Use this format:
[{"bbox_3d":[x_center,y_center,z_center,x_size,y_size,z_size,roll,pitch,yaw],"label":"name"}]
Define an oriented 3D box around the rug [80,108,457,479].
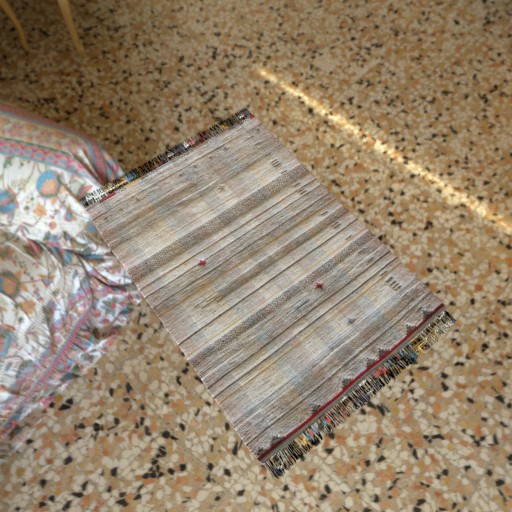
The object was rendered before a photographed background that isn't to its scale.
[{"bbox_3d":[0.000,0.000,2.395,1.217,0.012,1.848,-34,68,-16],"label":"rug"}]
